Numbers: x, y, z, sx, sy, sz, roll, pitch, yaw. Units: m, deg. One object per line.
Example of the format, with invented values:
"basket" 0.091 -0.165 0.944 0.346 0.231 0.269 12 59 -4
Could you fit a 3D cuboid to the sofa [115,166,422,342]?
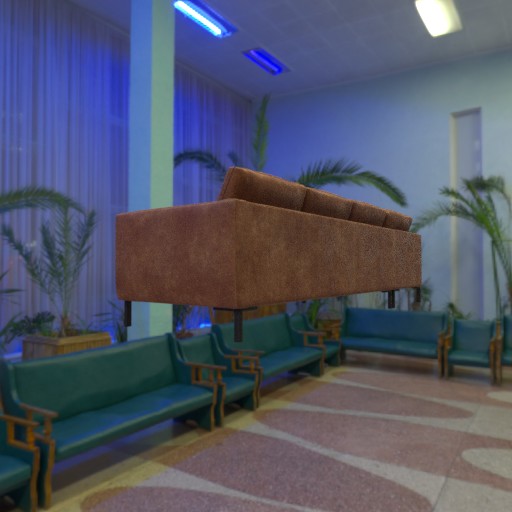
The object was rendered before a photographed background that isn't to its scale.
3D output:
"sofa" 0.000 0.000 3.754 1.938 0.877 2.984 -1 -2 36
